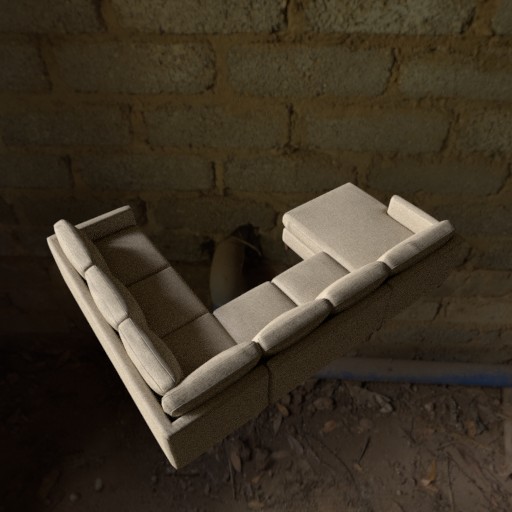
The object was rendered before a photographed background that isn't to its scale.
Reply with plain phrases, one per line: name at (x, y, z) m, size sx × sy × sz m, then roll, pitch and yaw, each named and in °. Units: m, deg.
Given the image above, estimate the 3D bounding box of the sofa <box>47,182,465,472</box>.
sofa at (0.000, 0.000, 4.669) m, size 3.460 × 0.959 × 2.593 m, roll -28°, pitch 52°, yaw -25°
